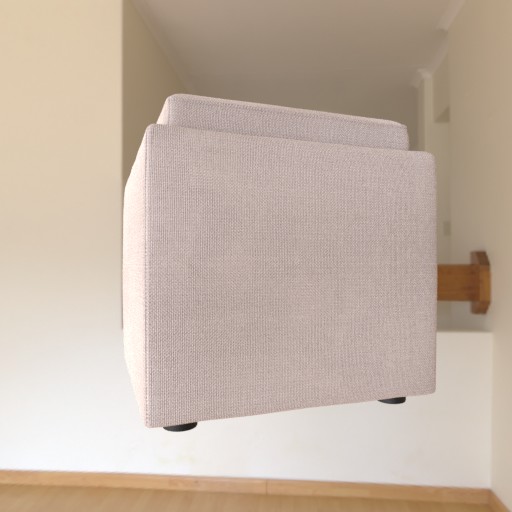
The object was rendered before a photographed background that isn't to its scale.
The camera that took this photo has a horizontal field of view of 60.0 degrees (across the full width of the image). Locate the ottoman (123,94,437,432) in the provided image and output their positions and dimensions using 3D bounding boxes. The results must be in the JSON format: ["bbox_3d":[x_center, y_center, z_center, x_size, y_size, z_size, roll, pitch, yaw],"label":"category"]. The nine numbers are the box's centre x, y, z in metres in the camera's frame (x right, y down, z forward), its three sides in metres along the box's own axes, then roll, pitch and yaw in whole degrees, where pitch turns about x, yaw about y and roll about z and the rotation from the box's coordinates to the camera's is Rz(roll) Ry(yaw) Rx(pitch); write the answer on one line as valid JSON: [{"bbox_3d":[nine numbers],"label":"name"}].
[{"bbox_3d":[0.000,0.000,0.809,0.450,0.460,0.451,0,-1,-20],"label":"ottoman"}]
